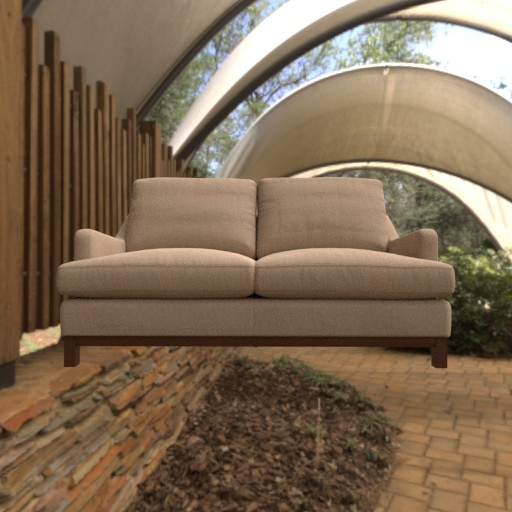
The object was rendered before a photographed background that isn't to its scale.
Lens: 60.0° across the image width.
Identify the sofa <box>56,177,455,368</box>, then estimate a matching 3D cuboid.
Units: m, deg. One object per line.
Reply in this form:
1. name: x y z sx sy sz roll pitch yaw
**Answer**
1. sofa: 0.000 0.000 2.258 1.619 0.910 1.004 0 0 1
